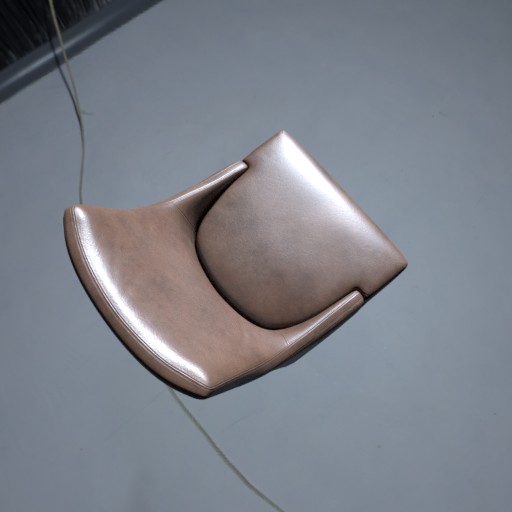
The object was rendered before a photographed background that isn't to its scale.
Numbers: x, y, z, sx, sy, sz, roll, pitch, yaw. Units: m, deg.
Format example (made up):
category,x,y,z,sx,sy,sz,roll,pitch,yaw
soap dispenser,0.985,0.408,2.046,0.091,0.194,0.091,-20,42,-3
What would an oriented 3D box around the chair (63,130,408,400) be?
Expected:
category,x,y,z,sx,sy,sz,roll,pitch,yaw
chair,0.000,0.000,1.461,0.861,0.909,0.701,-38,77,-10
